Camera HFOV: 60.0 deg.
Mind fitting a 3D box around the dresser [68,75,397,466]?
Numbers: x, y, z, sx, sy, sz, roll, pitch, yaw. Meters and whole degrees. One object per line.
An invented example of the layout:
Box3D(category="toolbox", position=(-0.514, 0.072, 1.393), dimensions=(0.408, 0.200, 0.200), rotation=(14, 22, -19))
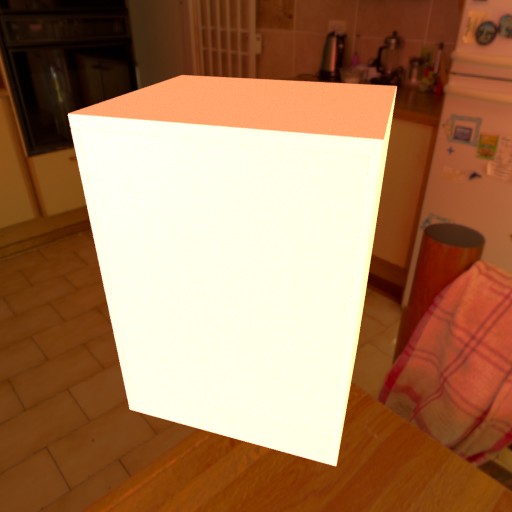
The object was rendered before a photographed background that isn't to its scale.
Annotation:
Box3D(category="dresser", position=(0.000, 0.000, 0.814), dimensions=(0.400, 0.560, 0.360), rotation=(9, 32, 15))
